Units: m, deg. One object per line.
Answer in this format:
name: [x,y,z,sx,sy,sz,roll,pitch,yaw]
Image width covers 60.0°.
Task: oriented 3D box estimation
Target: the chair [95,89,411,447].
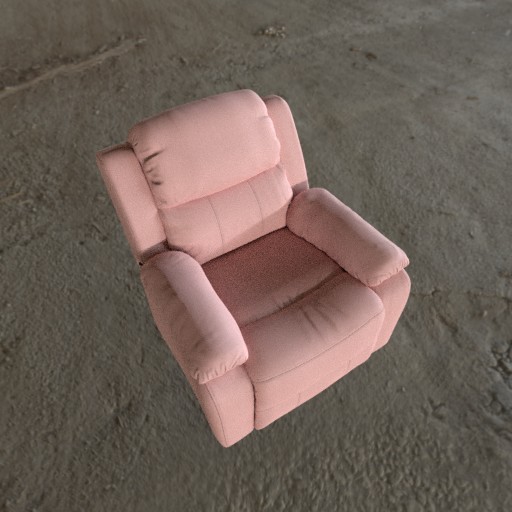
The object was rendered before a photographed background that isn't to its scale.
chair: [0.000,0.000,1.296,0.680,0.702,0.709,-26,52,-22]
